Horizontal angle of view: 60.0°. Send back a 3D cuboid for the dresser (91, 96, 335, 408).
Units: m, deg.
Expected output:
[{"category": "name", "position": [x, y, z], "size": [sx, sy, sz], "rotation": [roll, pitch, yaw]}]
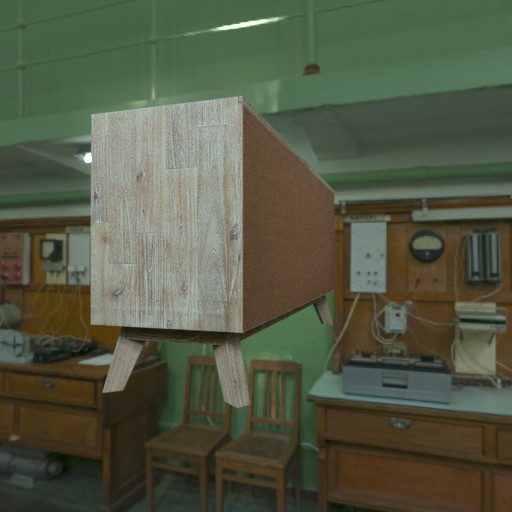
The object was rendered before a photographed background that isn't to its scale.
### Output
[{"category": "dresser", "position": [0.000, 0.000, 1.937], "size": [0.455, 0.788, 1.602], "rotation": [0, 0, 18]}]
